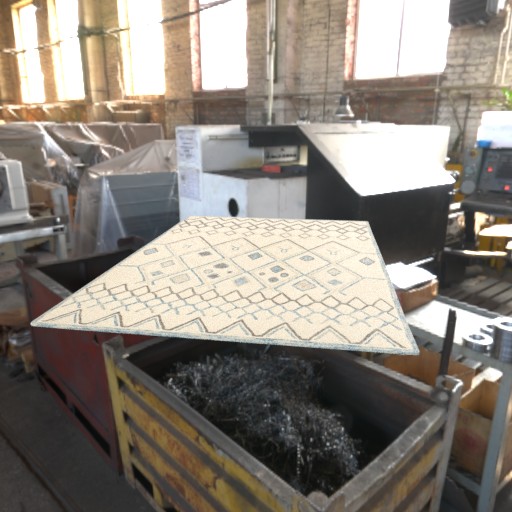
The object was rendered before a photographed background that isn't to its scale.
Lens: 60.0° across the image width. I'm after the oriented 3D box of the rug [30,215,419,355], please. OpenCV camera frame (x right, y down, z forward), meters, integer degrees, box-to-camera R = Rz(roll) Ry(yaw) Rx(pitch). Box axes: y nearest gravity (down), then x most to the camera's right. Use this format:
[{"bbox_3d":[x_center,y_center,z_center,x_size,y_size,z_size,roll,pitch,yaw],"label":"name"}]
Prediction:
[{"bbox_3d":[0.000,0.000,2.251,1.260,0.009,1.820,3,17,9],"label":"rug"}]
